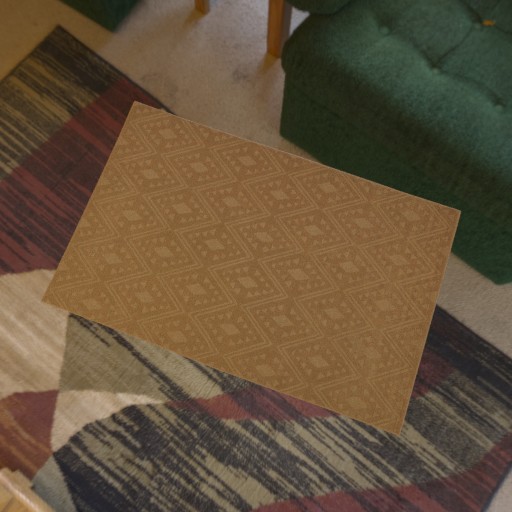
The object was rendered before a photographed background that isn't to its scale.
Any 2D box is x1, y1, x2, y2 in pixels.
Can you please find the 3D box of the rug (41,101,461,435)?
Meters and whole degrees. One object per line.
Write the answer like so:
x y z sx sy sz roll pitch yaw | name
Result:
0.000 0.000 2.967 2.430 0.053 1.553 19 78 4 | rug
